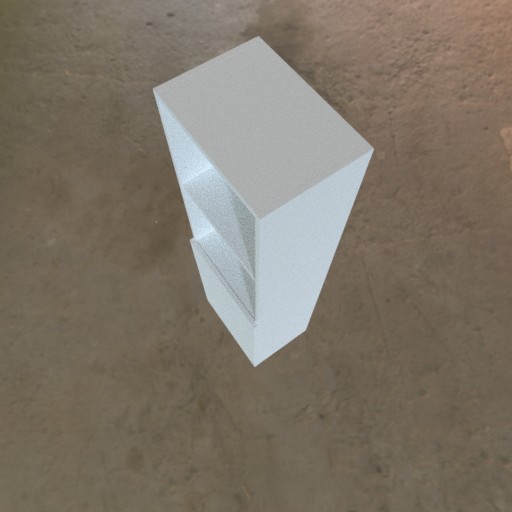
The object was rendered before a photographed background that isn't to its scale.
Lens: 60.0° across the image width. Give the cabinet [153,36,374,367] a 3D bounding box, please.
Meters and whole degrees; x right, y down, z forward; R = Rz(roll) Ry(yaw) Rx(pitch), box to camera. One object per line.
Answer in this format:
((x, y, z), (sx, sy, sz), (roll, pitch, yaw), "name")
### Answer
((0.000, 0.000, 1.536), (0.300, 1.350, 0.400), (-33, 69, -14), "cabinet")
